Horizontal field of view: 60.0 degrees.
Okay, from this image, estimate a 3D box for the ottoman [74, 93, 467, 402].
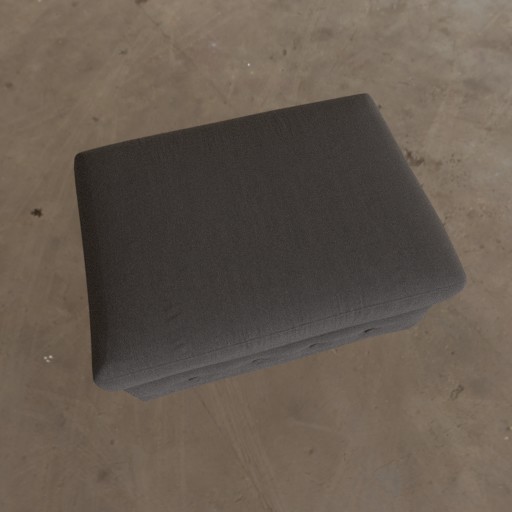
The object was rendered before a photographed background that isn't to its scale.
[{"bbox_3d":[0.000,0.000,1.149,0.771,0.500,0.569,-14,64,-7],"label":"ottoman"}]
